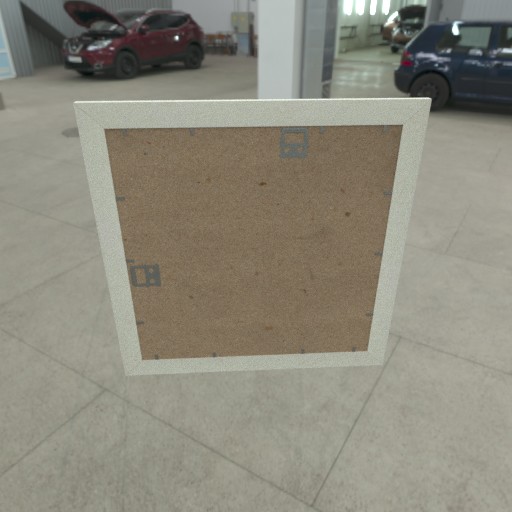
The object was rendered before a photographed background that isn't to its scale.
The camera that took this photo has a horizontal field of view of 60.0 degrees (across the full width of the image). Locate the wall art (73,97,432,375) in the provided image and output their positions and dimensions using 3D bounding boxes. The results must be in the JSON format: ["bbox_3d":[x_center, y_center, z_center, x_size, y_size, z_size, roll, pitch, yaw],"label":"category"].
[{"bbox_3d":[0.000,0.000,0.871,0.584,0.584,0.013,-2,29,-3],"label":"wall art"}]
